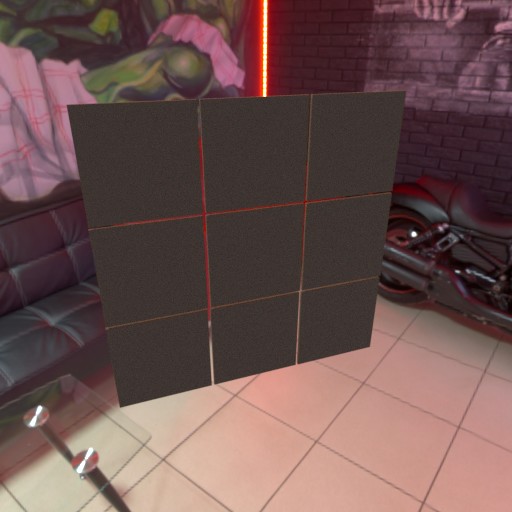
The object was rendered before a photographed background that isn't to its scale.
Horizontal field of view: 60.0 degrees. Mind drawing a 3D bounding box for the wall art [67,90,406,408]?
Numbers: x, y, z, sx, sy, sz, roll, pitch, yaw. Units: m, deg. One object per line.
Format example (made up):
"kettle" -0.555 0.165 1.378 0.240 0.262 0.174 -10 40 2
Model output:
"wall art" 0.000 0.000 2.237 1.527 1.521 0.017 -9 27 -18
